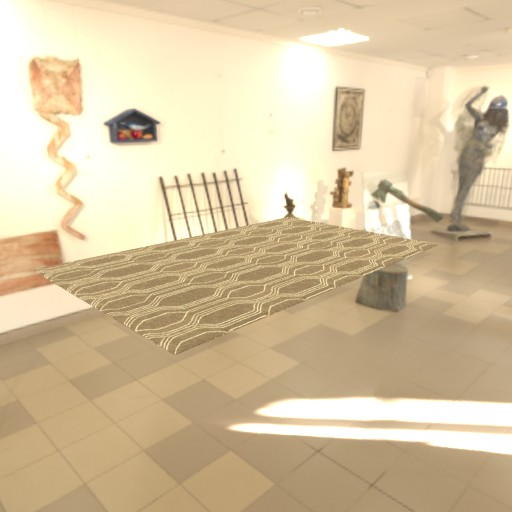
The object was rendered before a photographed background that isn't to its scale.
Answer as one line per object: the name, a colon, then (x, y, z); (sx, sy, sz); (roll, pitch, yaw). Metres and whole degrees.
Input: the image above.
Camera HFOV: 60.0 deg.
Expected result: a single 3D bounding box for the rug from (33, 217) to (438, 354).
rug: (0.000, 0.000, 3.120); (1.541, 0.012, 2.457); (15, 22, 43)
